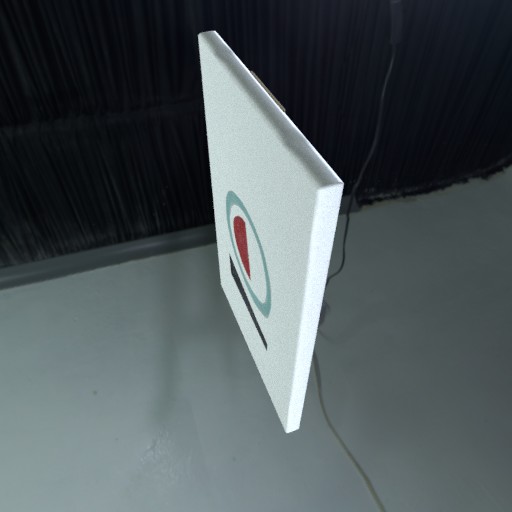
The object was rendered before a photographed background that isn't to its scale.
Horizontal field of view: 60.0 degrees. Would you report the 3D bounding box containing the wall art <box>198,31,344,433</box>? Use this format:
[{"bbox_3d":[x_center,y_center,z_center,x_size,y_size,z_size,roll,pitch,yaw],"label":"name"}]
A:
[{"bbox_3d":[0.000,0.000,1.150,0.048,0.902,0.602,-16,49,-14],"label":"wall art"}]
